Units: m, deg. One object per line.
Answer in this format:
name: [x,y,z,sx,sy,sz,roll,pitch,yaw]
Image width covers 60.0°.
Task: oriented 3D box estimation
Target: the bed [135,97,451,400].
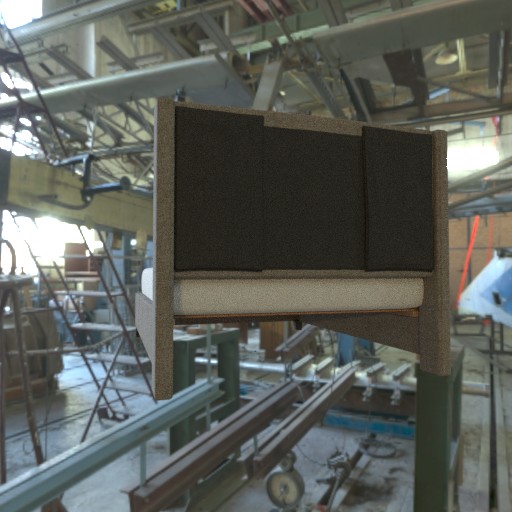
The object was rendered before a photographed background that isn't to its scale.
bed: [0.000,0.000,3.442,1.714,1.481,2.245,1,-2,-18]
